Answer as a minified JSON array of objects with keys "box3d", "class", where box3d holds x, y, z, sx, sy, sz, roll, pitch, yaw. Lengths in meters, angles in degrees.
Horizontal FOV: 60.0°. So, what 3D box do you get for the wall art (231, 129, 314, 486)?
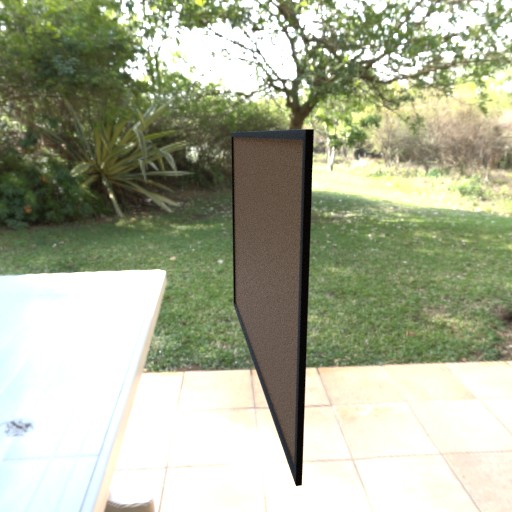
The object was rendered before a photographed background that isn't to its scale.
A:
[{"box3d":[0.000,0.000,1.229,0.013,0.665,0.963,-3,16,-10],"class":"wall art"}]
